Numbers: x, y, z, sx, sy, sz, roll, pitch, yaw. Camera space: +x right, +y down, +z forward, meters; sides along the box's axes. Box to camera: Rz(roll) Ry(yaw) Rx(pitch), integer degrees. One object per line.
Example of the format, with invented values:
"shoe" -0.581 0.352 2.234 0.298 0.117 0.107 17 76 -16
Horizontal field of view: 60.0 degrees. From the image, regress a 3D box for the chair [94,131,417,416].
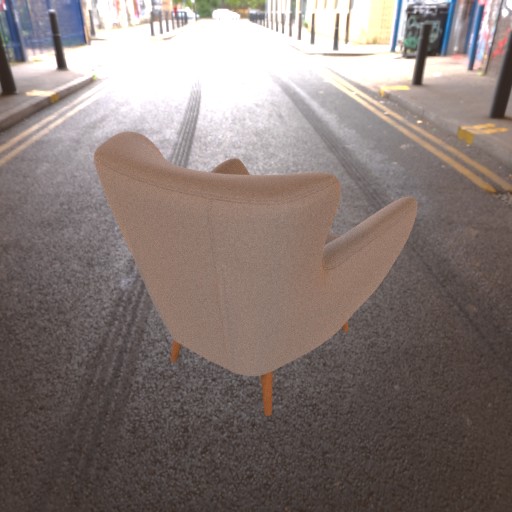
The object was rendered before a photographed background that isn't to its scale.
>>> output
"chair" 0.000 0.000 1.625 0.890 0.889 0.889 19 35 31
